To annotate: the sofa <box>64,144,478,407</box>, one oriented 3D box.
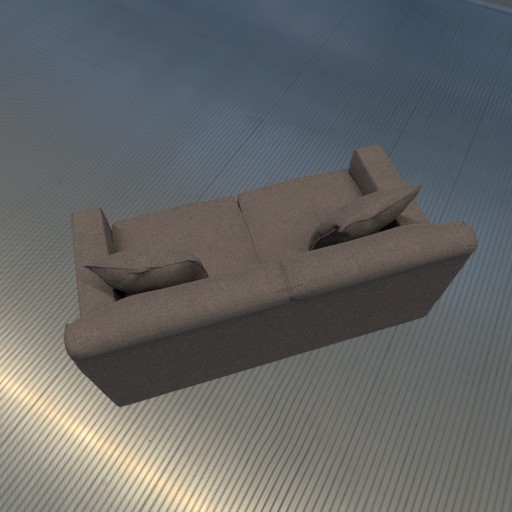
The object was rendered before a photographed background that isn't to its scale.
[{"bbox_3d":[0.000,0.000,2.443,1.846,0.958,1.000,-14,58,-9],"label":"sofa"}]
